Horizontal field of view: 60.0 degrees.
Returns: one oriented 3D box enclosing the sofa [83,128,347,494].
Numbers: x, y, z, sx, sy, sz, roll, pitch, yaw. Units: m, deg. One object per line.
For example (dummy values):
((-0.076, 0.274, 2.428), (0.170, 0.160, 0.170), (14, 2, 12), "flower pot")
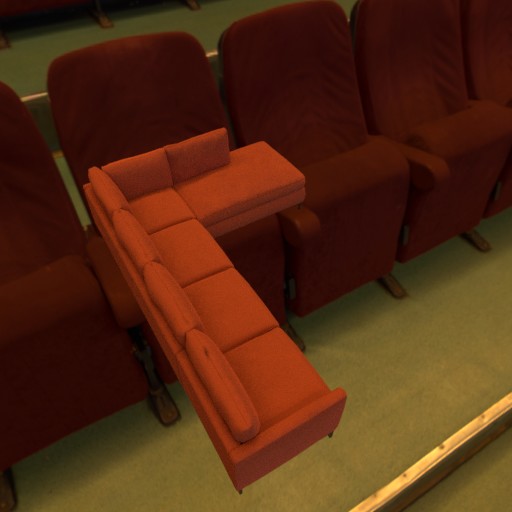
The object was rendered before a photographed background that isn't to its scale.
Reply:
((0.000, 0.000, 3.477), (1.879, 0.757, 2.736), (-24, 51, -21), "sofa")
